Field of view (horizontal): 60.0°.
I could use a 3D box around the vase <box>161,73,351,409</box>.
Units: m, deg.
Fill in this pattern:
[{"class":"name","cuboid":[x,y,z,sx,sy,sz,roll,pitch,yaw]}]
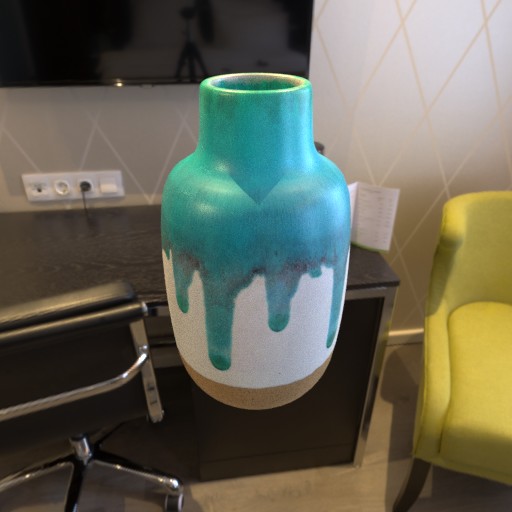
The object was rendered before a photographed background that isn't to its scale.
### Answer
[{"class":"vase","cuboid":[0.000,0.000,0.257,0.106,0.192,0.106,0,31,0]}]
